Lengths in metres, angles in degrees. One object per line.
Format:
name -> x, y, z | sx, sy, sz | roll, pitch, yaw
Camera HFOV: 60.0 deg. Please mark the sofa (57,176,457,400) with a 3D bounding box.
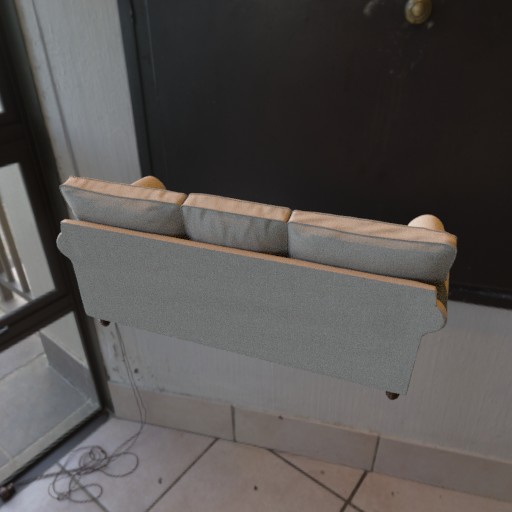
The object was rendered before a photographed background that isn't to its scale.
sofa -> 0.000, 0.000, 2.634 | 2.084, 0.961, 0.916 | 10, 33, 16
